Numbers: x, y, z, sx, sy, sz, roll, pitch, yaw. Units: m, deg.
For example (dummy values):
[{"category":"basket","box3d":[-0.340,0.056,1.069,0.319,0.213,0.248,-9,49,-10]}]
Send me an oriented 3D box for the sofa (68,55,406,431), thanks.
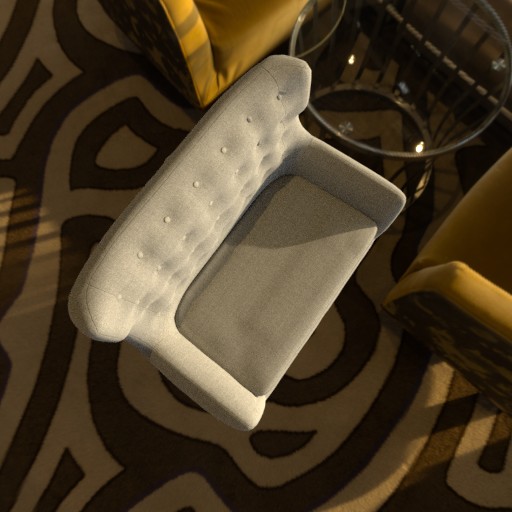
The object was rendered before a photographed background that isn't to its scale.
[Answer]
[{"category":"sofa","box3d":[0.000,0.000,2.092,0.884,1.028,1.386,35,78,9]}]
